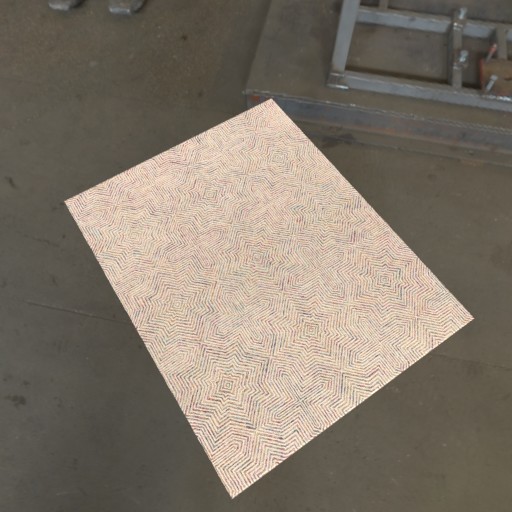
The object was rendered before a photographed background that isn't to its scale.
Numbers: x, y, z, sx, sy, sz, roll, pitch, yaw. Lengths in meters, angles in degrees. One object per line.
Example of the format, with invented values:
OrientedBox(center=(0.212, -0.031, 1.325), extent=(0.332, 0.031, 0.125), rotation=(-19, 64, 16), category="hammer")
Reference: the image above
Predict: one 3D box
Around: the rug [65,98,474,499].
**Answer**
OrientedBox(center=(0.000, 0.000, 4.039), extent=(2.442, 0.008, 3.046), rotation=(-31, 68, -14), category="rug")
